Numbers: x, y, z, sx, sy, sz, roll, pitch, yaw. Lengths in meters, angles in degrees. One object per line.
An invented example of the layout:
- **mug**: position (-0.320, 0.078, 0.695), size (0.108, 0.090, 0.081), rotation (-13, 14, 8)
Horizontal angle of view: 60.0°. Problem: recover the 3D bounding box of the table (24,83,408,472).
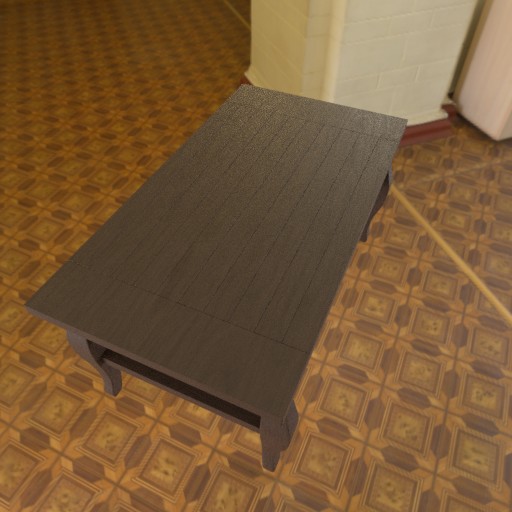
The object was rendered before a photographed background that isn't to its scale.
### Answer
- **table**: position (0.000, 0.000, 1.351), size (0.600, 0.494, 1.062), rotation (19, 50, 16)
